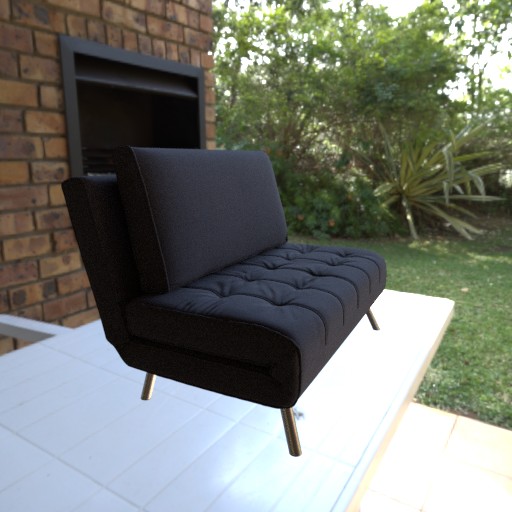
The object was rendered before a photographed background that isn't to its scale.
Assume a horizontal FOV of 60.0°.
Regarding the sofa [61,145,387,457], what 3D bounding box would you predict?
[{"bbox_3d":[0.000,0.000,1.916,0.910,0.910,1.220,6,14,26],"label":"sofa"}]
